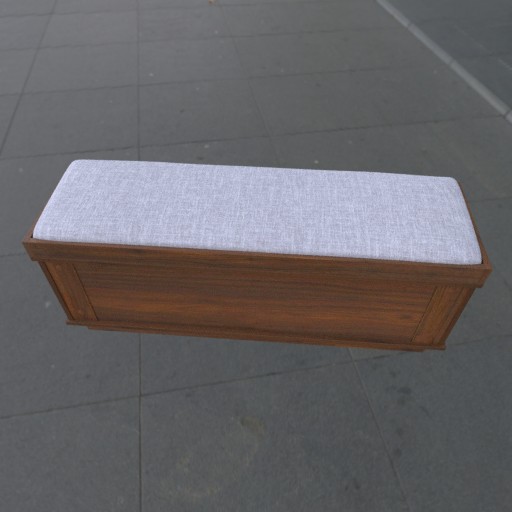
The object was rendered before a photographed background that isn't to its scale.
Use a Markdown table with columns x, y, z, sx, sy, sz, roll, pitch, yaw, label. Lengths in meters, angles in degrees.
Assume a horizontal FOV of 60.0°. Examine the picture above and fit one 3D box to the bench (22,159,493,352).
| x | y | z | sx | sy | sz | roll | pitch | yaw | label |
| --- | --- | --- | --- | --- | --- | --- | --- | --- | --- |
| 0.000 | 0.000 | 1.391 | 1.196 | 0.468 | 0.367 | 3 | 47 | 3 | bench |
